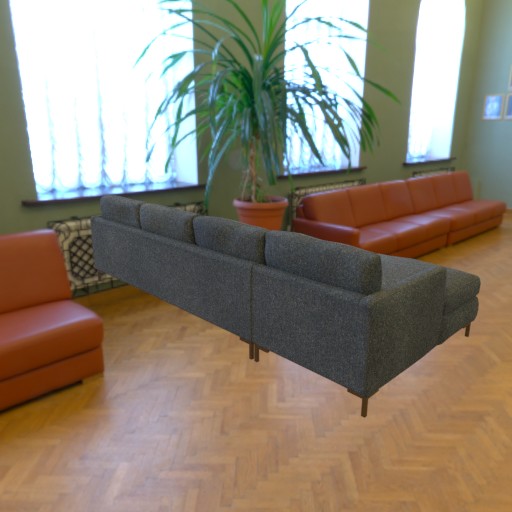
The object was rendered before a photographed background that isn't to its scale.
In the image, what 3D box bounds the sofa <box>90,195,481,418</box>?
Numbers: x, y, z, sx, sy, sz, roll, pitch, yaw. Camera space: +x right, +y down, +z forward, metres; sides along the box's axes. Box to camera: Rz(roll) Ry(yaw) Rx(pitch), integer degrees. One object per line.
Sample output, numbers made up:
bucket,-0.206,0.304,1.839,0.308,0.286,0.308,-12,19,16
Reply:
sofa,0.000,0.000,3.468,1.350,0.810,2.932,-15,22,-42
